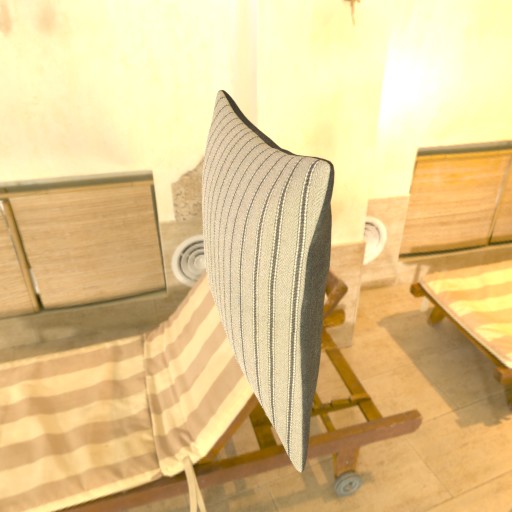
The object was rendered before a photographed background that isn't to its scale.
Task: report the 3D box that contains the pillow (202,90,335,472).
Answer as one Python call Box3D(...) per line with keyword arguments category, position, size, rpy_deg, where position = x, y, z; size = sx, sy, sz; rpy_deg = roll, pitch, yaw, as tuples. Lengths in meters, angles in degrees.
Box3D(category="pillow", position=(0.000, 0.000, 0.705), size=(0.138, 0.444, 0.468), rpy_deg=(-8, 31, -14))
